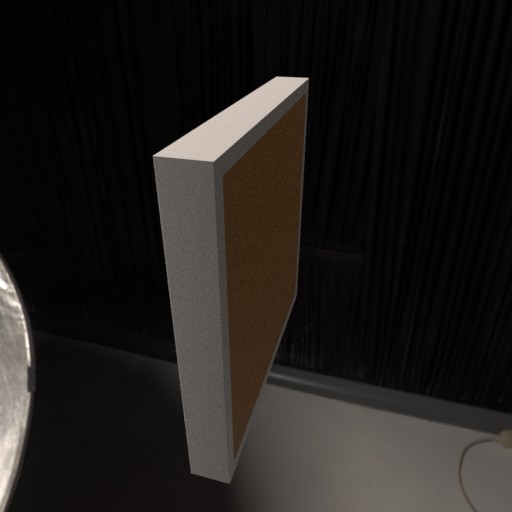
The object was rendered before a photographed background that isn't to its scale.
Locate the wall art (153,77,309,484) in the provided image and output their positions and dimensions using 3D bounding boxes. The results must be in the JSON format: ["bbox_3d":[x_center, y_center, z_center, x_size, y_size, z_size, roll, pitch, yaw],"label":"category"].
[{"bbox_3d":[0.000,0.000,0.457,0.038,0.302,0.305,8,31,14],"label":"wall art"}]
